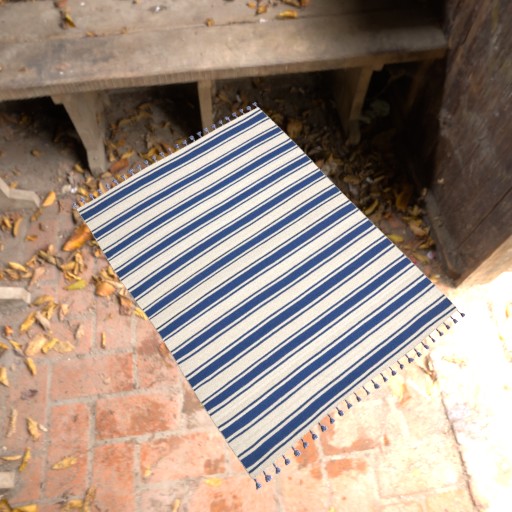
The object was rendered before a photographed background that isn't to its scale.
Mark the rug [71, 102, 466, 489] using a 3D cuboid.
[{"bbox_3d":[0.000,0.000,4.478,2.471,0.016,3.416,-33,68,-15],"label":"rug"}]
